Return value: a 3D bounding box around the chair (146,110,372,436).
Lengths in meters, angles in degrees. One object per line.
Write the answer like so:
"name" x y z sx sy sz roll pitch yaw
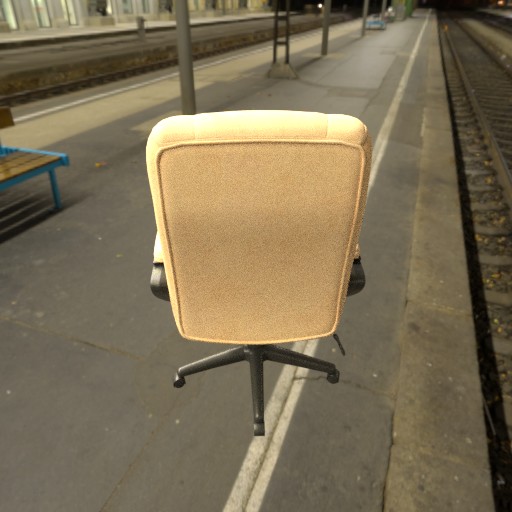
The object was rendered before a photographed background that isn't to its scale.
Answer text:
"chair" 0.000 0.000 1.530 0.667 1.105 0.724 -1 30 -2
